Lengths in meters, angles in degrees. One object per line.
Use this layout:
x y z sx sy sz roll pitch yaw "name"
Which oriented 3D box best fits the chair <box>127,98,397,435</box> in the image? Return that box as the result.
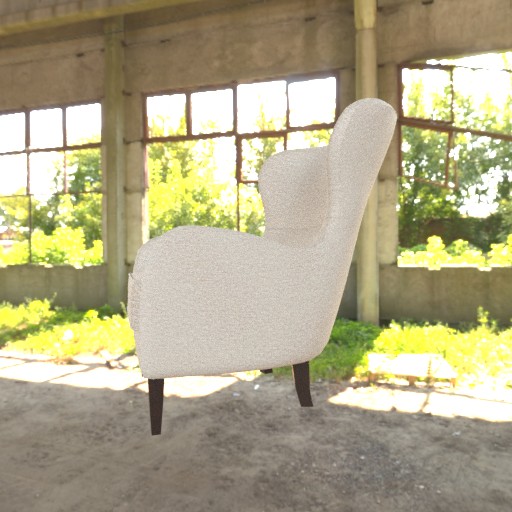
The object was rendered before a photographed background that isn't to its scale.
0.000 0.000 1.768 0.984 1.064 0.861 0 0 -17 "chair"
